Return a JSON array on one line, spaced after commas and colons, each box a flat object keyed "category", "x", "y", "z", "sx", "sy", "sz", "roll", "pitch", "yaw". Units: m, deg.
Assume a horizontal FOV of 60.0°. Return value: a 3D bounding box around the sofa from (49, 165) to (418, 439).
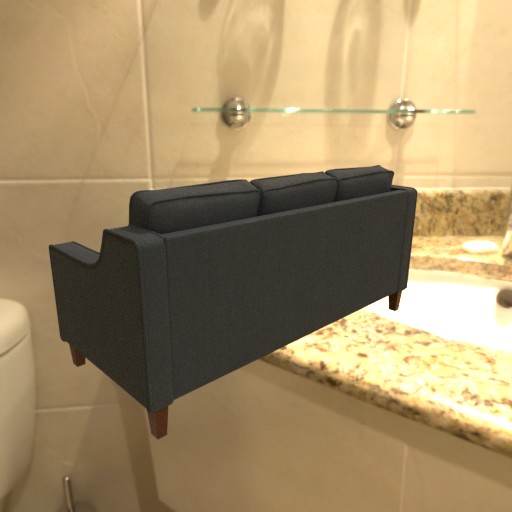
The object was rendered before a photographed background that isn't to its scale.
[{"category": "sofa", "x": 0.000, "y": 0.000, "z": 2.562, "sx": 1.986, "sy": 0.974, "sz": 0.911, "roll": -15, "pitch": 22, "yaw": -42}]
